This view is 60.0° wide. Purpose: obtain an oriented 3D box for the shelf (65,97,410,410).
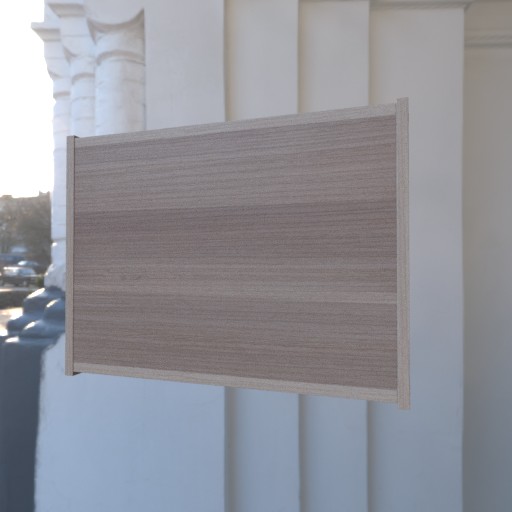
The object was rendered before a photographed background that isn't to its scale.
[{"bbox_3d":[0.000,0.000,0.636,0.415,0.305,0.290,0,-1,19],"label":"shelf"}]
